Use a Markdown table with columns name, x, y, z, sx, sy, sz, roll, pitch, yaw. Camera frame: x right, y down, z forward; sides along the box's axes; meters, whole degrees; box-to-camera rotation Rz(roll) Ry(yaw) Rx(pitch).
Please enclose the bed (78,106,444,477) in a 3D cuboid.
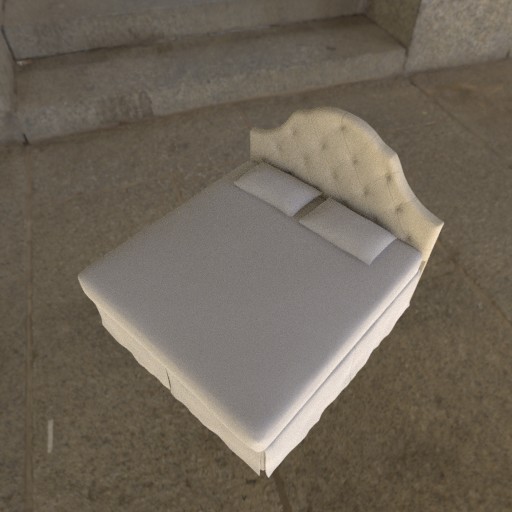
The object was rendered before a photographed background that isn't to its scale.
| name | x | y | z | sx | sy | sz | roll | pitch | yaw |
| --- | --- | --- | --- | --- | --- | --- | --- | --- | --- |
| bed | 0.000 | 0.000 | 3.416 | 2.012 | 1.555 | 2.086 | 34 | 57 | 26 |
